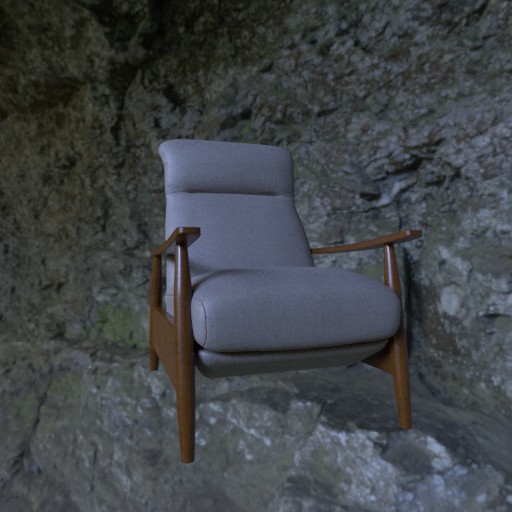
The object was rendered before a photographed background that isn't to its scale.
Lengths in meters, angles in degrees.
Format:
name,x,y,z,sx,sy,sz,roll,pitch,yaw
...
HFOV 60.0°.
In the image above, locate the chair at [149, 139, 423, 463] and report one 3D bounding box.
name,x,y,z,sx,sy,sz,roll,pitch,yaw
chair,0.000,0.000,1.746,0.762,1.082,1.032,0,1,-18
